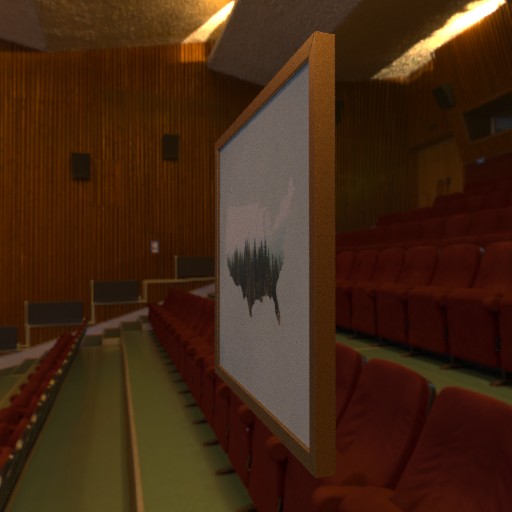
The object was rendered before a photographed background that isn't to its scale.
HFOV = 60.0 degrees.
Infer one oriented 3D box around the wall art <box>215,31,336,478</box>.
[{"bbox_3d":[0.000,0.000,1.123,0.038,0.762,0.762,0,-1,-18],"label":"wall art"}]
